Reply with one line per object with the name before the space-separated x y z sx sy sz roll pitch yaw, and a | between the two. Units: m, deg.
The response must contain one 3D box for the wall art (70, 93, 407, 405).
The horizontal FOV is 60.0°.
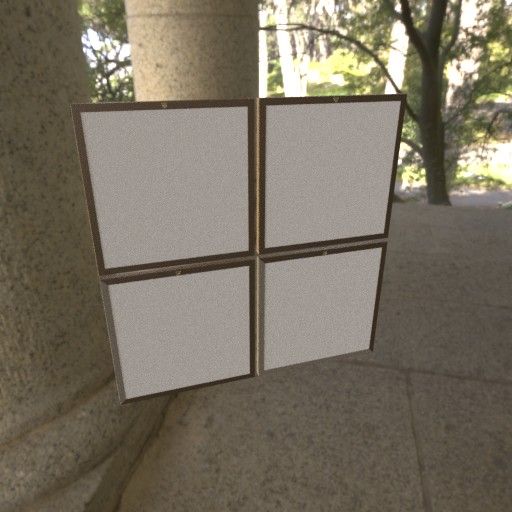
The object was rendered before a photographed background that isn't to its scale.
wall art | 0.000 0.000 1.532 1.032 1.032 0.030 -7 26 -16
